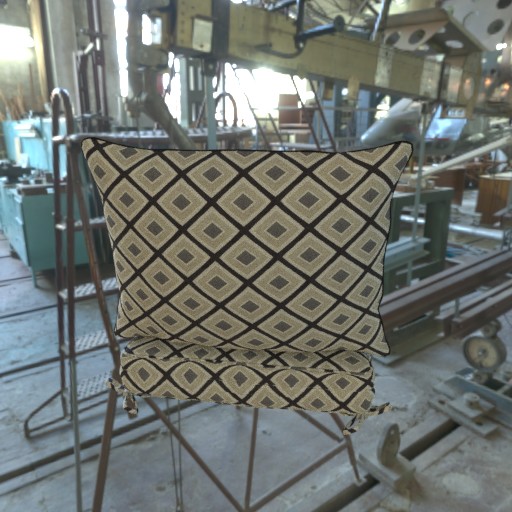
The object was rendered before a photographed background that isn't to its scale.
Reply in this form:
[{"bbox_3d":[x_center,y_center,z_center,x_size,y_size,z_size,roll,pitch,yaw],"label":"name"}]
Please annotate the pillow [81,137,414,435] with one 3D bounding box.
[{"bbox_3d":[0.000,0.000,1.367,0.798,0.722,0.733,2,17,8],"label":"pillow"}]
